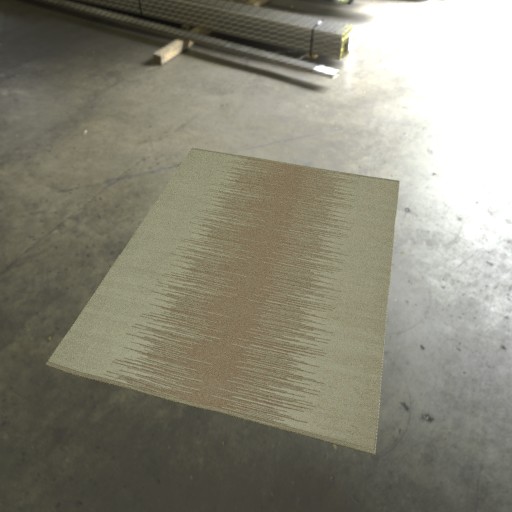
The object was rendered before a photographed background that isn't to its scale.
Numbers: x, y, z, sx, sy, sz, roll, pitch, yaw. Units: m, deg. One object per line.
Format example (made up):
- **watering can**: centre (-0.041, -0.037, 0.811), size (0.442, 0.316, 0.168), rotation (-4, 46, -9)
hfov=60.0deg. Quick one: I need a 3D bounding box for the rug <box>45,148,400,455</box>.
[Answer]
- **rug**: centre (0.000, 0.000, 4.095), size (2.438, 0.013, 3.048), rotation (11, 48, 11)
